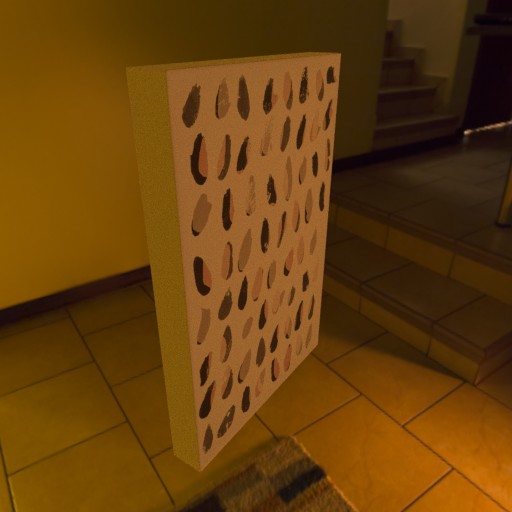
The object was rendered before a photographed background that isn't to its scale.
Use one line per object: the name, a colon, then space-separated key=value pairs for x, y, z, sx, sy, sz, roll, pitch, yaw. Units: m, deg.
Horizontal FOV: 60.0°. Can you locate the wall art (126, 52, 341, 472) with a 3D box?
wall art: x=0.000 y=0.000 z=0.468 sx=0.039 sy=0.381 sz=0.252 roll=18 pitch=32 yaw=31
